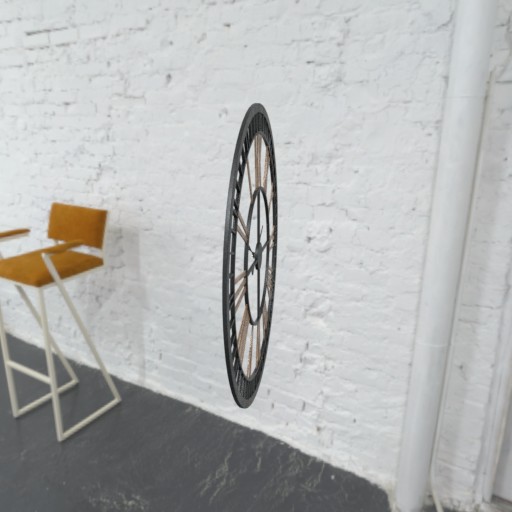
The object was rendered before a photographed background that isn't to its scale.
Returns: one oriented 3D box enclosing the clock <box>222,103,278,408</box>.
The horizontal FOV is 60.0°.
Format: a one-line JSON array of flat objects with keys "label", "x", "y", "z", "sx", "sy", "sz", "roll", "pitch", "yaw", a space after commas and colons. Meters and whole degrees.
[{"label": "clock", "x": 0.000, "y": 0.000, "z": 1.292, "sx": 0.025, "sy": 0.843, "sz": 0.843, "roll": 3, "pitch": 15, "yaw": 9}]
